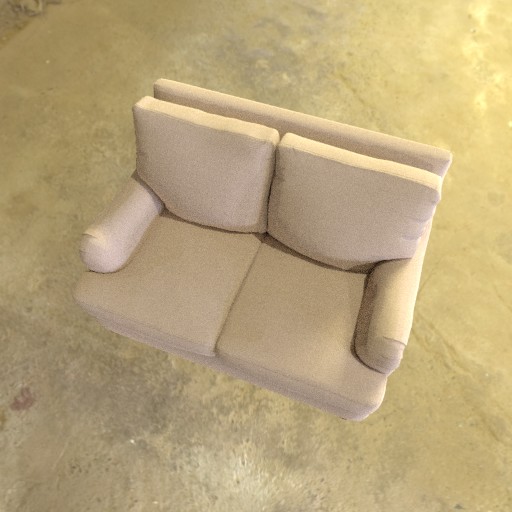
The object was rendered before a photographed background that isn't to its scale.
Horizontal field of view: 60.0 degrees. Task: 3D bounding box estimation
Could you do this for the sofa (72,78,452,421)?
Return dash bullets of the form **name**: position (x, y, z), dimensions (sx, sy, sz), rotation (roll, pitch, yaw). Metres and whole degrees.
- **sofa**: position (0.000, 0.000, 2.178), dimensions (1.508, 1.048, 1.087), rotation (18, 60, 11)
